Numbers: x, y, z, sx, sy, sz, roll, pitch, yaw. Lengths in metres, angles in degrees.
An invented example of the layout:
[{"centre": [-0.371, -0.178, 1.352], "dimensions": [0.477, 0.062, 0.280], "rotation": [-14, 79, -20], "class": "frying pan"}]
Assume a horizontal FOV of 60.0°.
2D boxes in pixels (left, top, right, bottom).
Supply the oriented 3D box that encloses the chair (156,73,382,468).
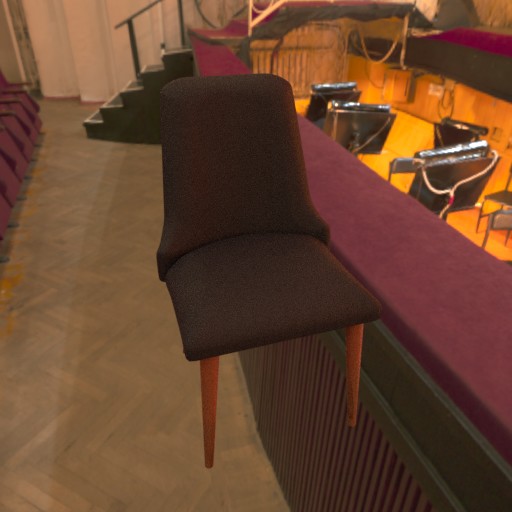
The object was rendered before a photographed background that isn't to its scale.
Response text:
[{"centre": [0.000, 0.000, 1.171], "dimensions": [0.504, 0.820, 0.567], "rotation": [-9, 32, -15], "class": "chair"}]
